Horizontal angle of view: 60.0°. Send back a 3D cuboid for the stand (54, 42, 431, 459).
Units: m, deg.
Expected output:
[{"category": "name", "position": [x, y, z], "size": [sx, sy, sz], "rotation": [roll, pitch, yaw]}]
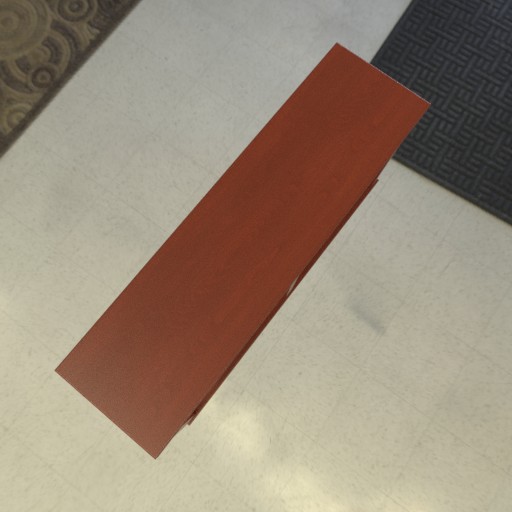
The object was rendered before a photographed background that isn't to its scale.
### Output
[{"category": "stand", "position": [0.000, 0.000, 1.722], "size": [0.381, 0.762, 1.372], "rotation": [37, 80, 8]}]
